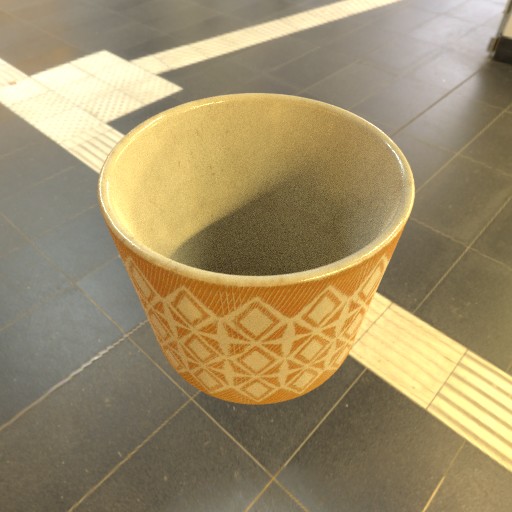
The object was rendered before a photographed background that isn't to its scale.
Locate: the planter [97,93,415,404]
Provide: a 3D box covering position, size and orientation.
[{"bbox_3d":[0.000,0.000,0.336,0.193,0.165,0.193,0,47,0],"label":"planter"}]
